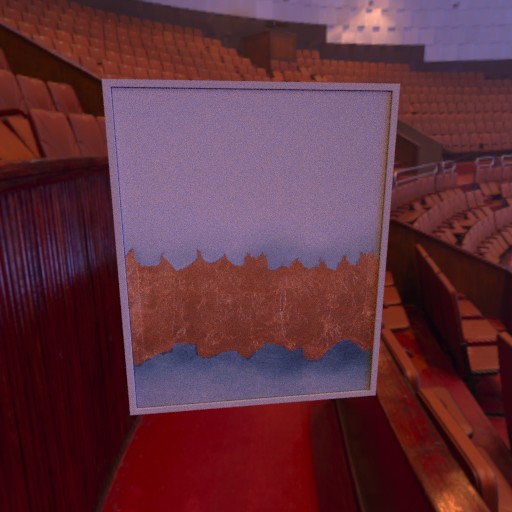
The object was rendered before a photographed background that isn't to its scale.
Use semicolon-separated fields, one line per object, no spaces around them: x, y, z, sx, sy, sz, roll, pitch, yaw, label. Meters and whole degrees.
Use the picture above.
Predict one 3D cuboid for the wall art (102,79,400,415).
0.000;0.000;0.755;0.451;0.553;0.039;-2;15;-8;wall art
